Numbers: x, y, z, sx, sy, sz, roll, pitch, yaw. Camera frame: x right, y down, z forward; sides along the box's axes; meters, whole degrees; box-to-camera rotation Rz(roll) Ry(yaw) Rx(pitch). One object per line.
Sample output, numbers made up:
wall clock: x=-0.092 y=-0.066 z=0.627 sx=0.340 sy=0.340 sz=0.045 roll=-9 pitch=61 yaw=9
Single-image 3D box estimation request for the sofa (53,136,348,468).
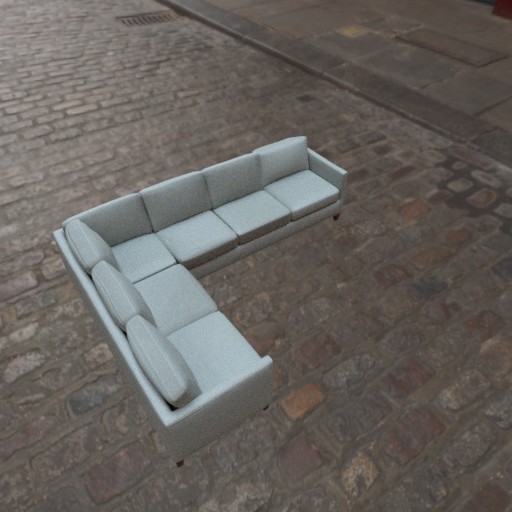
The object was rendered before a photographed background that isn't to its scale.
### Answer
sofa: x=0.000 y=0.000 z=4.577 sx=3.301 sy=0.947 sz=2.592 roll=-26 pitch=48 yaw=-25
